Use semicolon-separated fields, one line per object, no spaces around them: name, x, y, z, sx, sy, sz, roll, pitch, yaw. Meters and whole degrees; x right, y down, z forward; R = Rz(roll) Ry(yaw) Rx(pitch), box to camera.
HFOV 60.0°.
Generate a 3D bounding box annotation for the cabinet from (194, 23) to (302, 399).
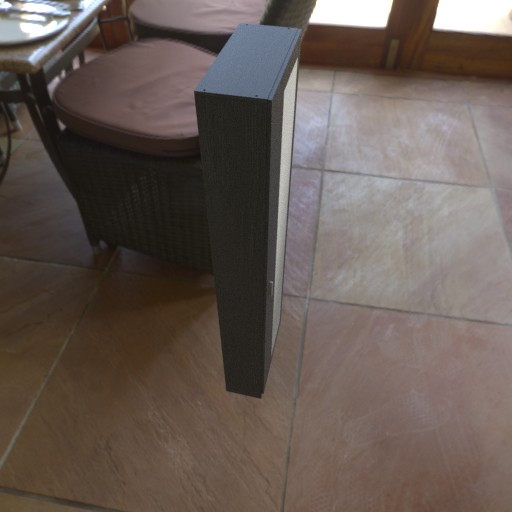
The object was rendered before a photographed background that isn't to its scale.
cabinet;0.000;0.000;2.008;0.230;1.790;0.500;10;48;9
